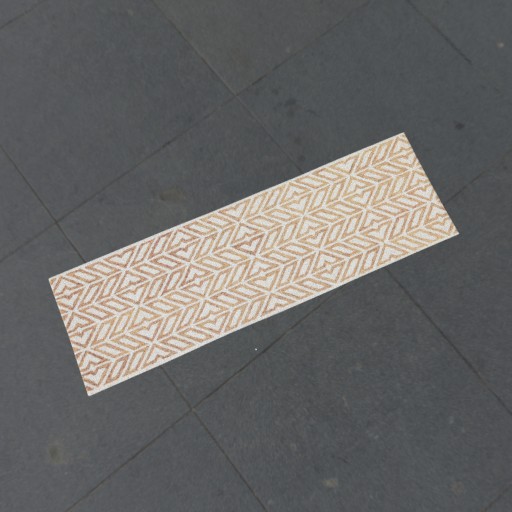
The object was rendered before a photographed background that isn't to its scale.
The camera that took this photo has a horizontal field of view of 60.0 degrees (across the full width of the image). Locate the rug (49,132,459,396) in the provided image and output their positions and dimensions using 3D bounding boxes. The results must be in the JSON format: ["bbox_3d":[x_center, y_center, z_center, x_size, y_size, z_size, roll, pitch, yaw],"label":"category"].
[{"bbox_3d":[0.000,0.000,2.733,2.435,0.009,0.750,-23,79,-5],"label":"rug"}]
